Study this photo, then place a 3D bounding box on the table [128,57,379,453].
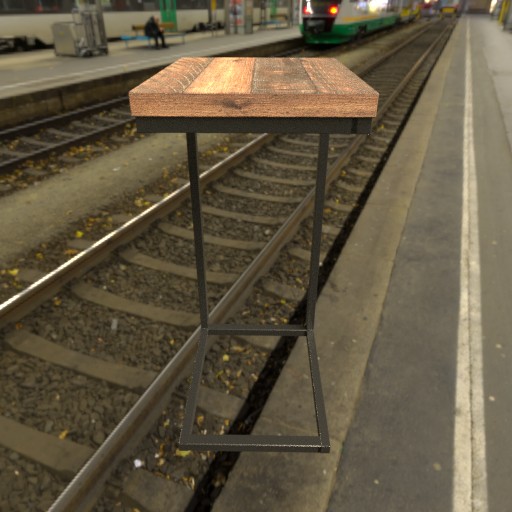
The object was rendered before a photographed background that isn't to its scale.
[{"bbox_3d":[0.000,0.000,0.924,0.323,0.718,0.414,1,30,1],"label":"table"}]
